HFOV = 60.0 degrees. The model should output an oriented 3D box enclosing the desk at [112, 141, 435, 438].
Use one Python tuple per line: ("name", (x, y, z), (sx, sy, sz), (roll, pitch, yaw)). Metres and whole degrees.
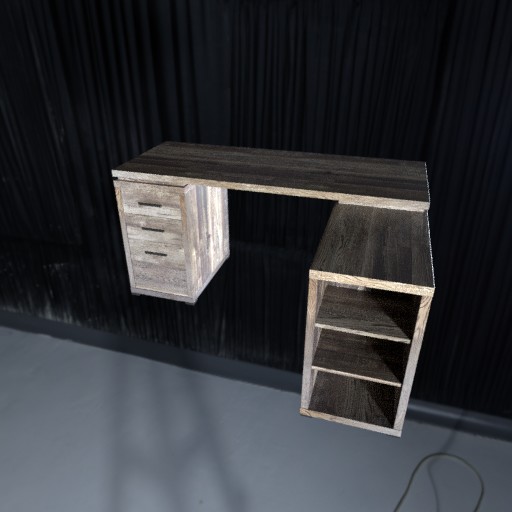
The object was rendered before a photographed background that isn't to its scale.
("desk", (0.000, 0.000, 2.233), (1.524, 0.753, 1.200), (8, 30, 15))
